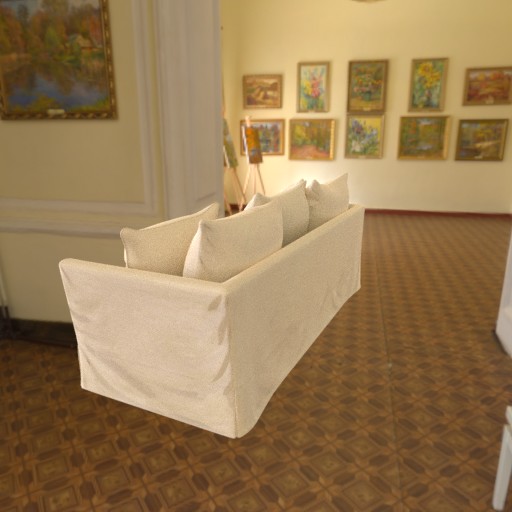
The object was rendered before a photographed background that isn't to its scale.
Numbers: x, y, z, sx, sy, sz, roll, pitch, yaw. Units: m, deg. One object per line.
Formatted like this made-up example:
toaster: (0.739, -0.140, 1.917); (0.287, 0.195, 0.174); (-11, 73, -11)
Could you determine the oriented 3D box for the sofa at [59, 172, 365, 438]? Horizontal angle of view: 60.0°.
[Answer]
sofa: (0.000, 0.000, 3.129); (1.030, 1.042, 2.484); (7, 17, 25)
